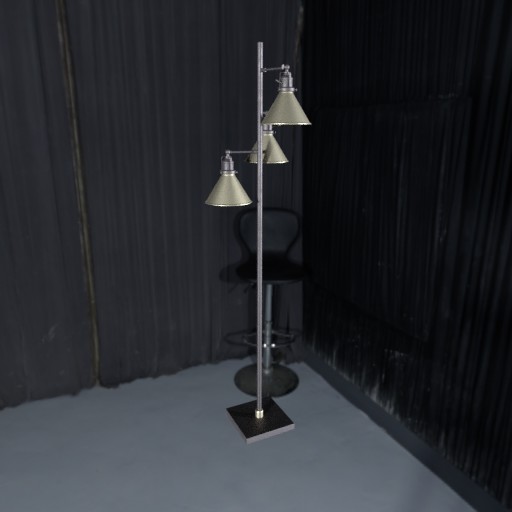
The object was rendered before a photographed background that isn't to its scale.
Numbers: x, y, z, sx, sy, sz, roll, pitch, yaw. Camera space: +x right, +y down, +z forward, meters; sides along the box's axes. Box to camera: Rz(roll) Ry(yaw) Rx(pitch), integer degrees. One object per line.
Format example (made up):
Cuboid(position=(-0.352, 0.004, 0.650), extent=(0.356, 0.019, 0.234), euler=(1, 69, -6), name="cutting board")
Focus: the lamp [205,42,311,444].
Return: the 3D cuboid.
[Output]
Cuboid(position=(0.000, 0.000, 1.938), extent=(0.415, 1.716, 0.428), euler=(-8, 18, -25), name="lamp")
